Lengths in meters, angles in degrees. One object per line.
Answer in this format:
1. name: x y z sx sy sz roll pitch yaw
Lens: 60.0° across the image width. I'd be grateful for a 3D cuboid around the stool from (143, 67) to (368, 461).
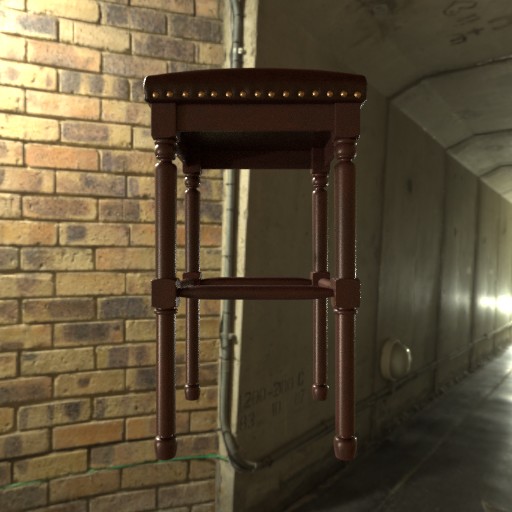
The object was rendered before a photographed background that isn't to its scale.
1. stool: 0.000 0.000 0.934 0.383 0.702 0.382 0 0 0
